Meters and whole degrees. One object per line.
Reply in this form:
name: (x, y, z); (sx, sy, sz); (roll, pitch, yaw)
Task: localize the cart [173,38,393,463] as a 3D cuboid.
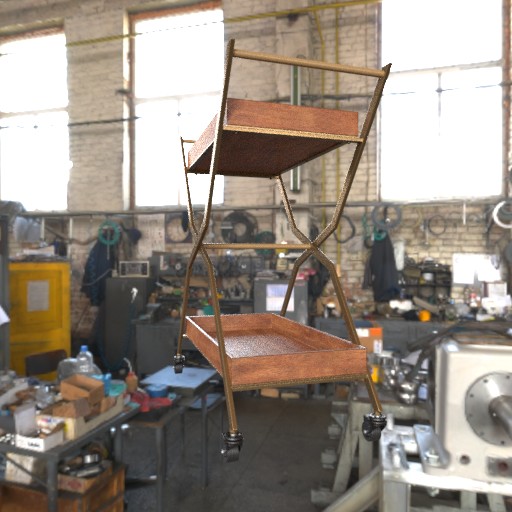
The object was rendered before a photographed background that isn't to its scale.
cart: (0.000, 0.000, 1.335); (0.405, 0.869, 0.836); (0, 0, -18)
